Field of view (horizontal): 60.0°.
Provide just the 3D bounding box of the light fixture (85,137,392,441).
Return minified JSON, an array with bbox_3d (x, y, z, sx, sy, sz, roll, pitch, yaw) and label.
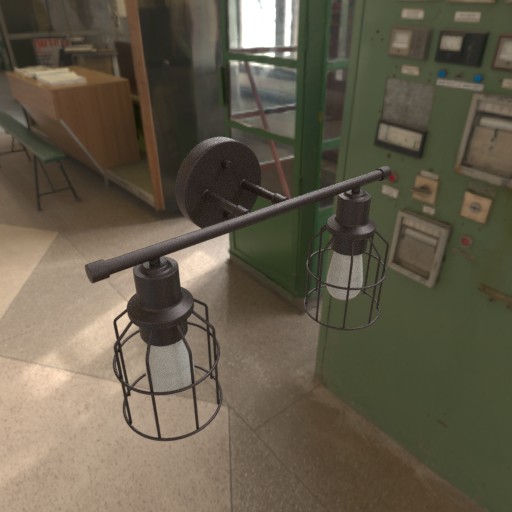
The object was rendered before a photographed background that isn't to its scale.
[{"bbox_3d":[0.000,0.000,0.539,0.406,0.254,0.165,-22,37,-33],"label":"light fixture"}]
